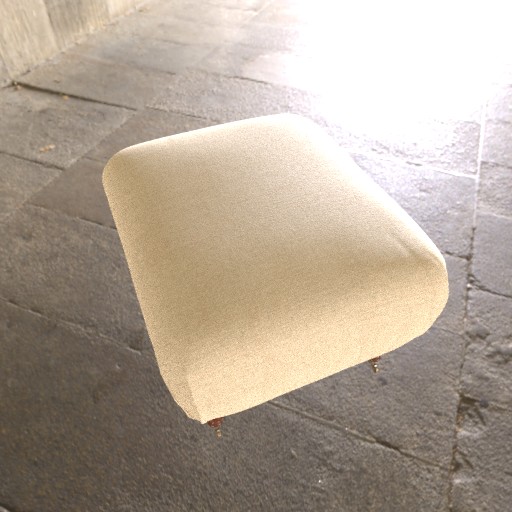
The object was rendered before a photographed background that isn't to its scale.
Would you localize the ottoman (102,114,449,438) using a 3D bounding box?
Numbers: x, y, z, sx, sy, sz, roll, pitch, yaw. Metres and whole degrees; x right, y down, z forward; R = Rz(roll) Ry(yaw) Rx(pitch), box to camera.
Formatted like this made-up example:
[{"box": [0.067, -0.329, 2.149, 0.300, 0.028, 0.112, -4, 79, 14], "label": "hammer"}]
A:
[{"box": [0.000, 0.000, 1.141, 0.622, 0.450, 0.747, -17, 48, -16], "label": "ottoman"}]
